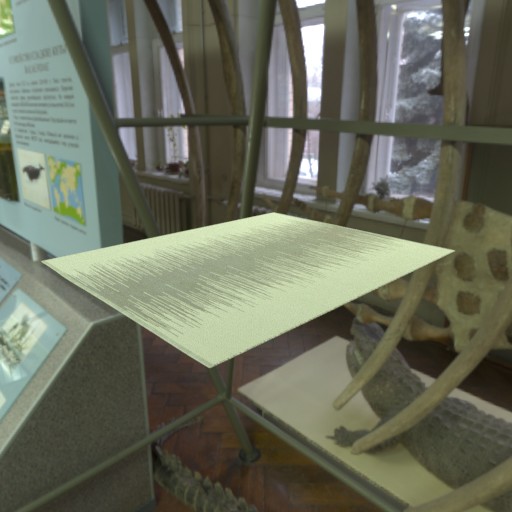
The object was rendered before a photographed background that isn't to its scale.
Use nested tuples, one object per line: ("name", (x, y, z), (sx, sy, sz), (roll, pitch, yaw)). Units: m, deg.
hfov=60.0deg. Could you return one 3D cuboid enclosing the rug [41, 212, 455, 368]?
("rug", (0.000, 0.000, 4.146), (3.037, 0.010, 2.453), (-16, 24, -41))
